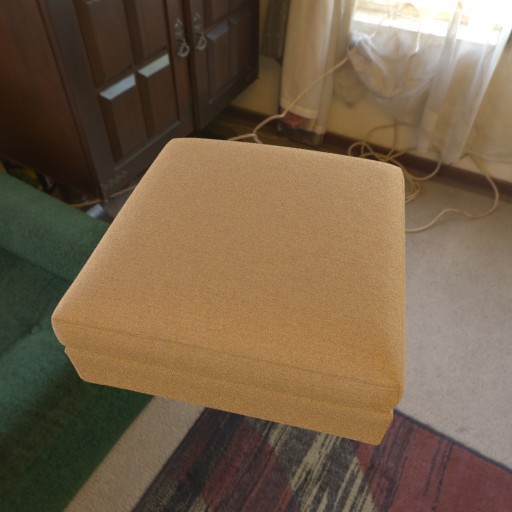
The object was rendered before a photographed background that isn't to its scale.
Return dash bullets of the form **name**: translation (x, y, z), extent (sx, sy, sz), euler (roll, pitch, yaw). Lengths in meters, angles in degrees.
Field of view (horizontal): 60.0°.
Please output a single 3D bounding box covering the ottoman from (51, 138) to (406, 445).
- **ottoman**: translation (0.000, 0.000, 1.639), extent (1.041, 0.470, 1.041), euler (9, 47, 9)
